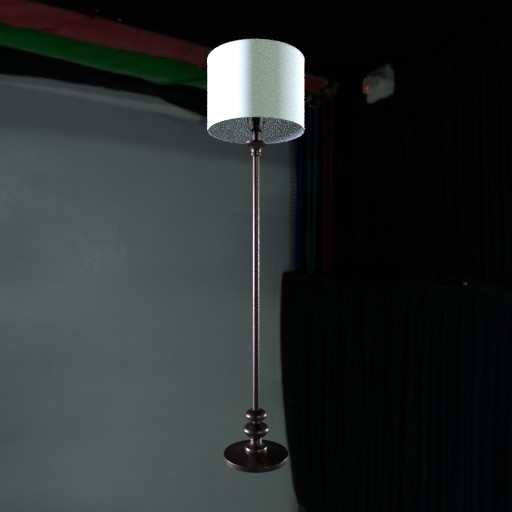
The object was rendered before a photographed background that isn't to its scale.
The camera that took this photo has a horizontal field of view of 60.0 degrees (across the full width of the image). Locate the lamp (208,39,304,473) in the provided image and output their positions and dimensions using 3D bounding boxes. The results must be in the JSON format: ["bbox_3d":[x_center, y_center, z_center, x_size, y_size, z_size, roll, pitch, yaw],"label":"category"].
[{"bbox_3d":[0.000,0.000,1.641,0.356,1.487,0.356,0,0,-36],"label":"lamp"}]
